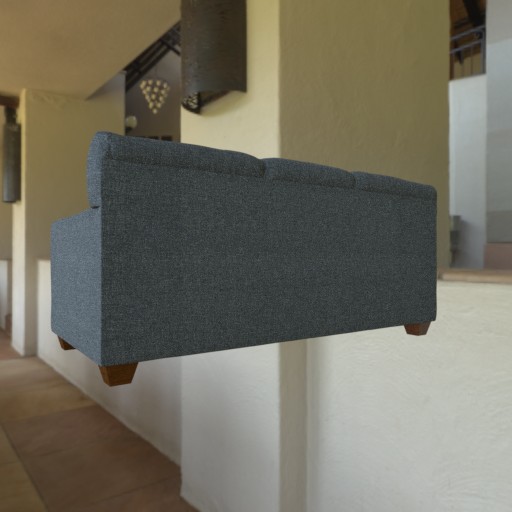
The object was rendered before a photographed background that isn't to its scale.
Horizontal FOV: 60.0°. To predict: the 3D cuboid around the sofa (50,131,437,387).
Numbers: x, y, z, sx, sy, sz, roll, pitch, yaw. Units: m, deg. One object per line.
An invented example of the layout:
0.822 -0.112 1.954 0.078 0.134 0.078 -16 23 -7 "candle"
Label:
0.000 0.000 2.512 2.024 0.958 0.997 0 0 -35 "sofa"
